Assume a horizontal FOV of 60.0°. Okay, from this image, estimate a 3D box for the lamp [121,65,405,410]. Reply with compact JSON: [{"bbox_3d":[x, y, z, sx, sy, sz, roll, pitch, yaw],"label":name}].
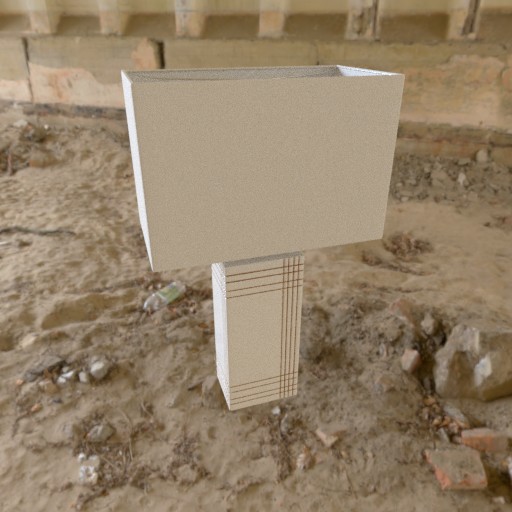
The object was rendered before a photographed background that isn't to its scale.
[{"bbox_3d":[0.000,0.000,0.705,0.334,0.543,0.182,-8,28,-16],"label":"lamp"}]
